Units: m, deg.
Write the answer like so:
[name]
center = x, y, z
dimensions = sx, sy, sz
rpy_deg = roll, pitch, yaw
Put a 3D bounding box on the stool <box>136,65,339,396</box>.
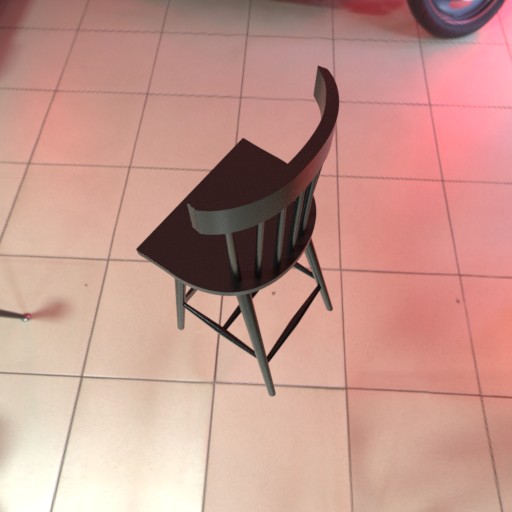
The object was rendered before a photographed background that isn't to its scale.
[stool]
center = 0.000, 0.000, 1.355
dimensions = 0.483, 1.092, 0.482
rpy_deg = 32, 67, 16
